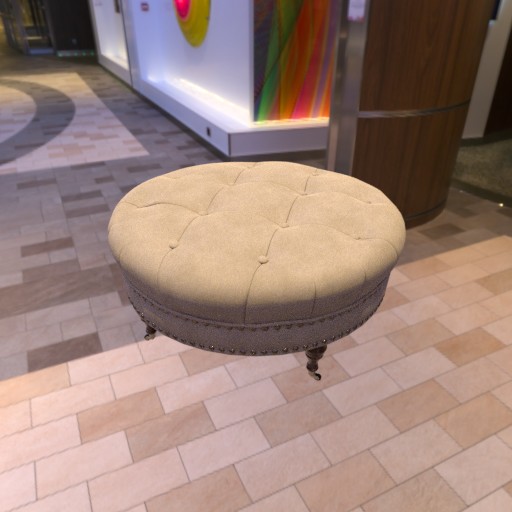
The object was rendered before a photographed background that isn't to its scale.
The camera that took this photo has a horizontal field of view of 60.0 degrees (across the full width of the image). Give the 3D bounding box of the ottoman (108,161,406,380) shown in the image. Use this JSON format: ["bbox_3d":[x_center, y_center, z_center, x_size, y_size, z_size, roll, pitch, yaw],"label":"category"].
[{"bbox_3d":[0.000,0.000,1.463,0.901,0.439,0.901,0,31,0],"label":"ottoman"}]
